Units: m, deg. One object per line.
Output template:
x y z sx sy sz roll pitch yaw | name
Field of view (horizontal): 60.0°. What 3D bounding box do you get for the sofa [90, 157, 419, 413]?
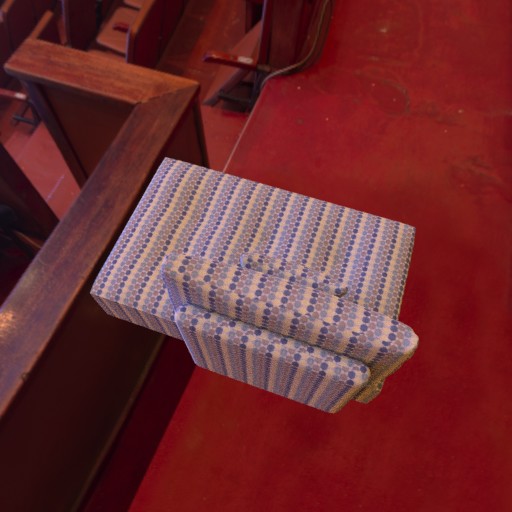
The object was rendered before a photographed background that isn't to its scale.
0.000 0.000 2.097 1.450 0.820 1.000 17 64 9 | sofa
